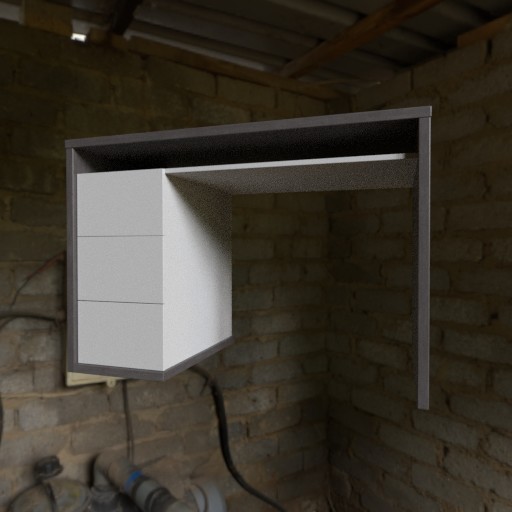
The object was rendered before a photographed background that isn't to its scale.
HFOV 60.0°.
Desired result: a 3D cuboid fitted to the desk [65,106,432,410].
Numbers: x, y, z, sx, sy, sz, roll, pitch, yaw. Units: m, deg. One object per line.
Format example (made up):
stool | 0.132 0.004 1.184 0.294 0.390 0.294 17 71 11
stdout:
desk | 0.000 0.000 1.545 1.100 0.750 0.600 0 1 18
